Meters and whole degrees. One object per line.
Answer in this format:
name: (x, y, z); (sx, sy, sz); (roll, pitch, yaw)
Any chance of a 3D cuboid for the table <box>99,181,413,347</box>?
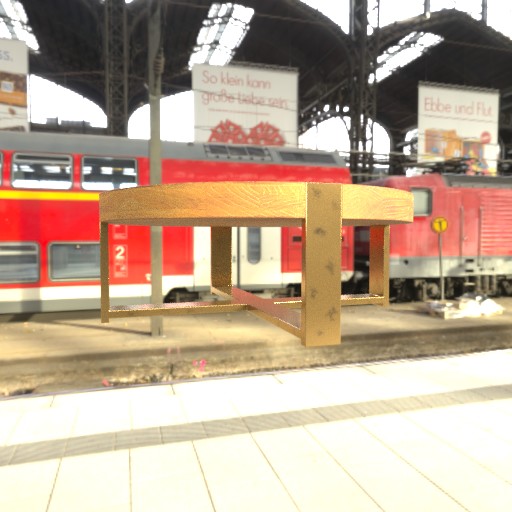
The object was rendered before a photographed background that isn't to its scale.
table: (0.000, 0.000, 1.659); (1.100, 0.420, 1.100); (0, 3, 0)
